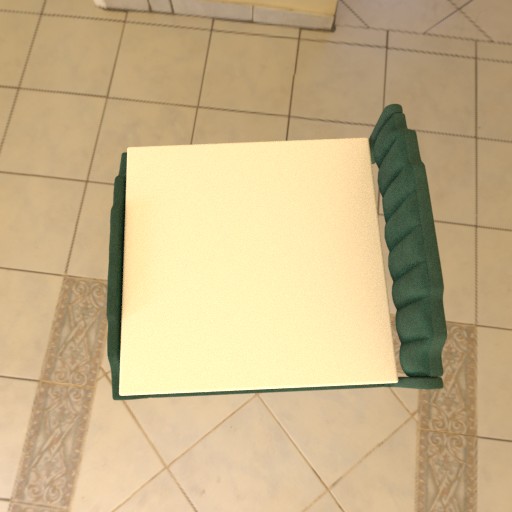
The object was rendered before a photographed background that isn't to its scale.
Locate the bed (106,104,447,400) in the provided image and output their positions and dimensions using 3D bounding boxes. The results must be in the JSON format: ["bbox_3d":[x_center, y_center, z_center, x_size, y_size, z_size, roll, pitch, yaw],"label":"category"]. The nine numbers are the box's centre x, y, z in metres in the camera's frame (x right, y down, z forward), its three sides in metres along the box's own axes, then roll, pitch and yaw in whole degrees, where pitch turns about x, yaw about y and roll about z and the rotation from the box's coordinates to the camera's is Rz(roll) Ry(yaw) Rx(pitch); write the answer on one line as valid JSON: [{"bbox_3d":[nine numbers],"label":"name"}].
[{"bbox_3d":[0.000,0.000,3.465,2.340,1.245,2.074,-2,75,-1],"label":"bed"}]
